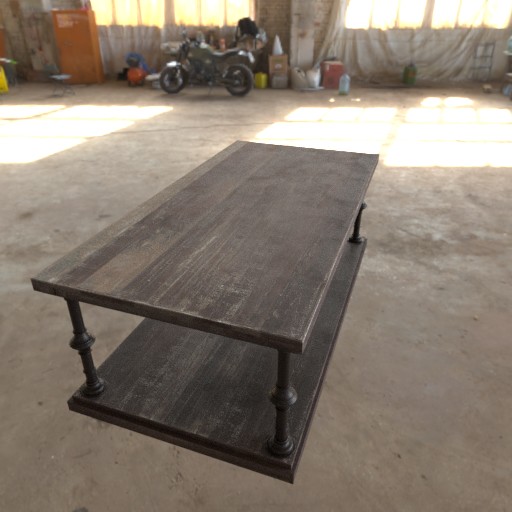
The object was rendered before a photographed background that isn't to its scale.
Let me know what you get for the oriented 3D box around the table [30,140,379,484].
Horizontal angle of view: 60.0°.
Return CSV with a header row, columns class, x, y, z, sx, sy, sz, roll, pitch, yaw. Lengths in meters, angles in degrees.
class,x,y,z,sx,sy,sz,roll,pitch,yaw
table,0.000,0.000,1.329,0.554,0.373,1.088,10,31,17
